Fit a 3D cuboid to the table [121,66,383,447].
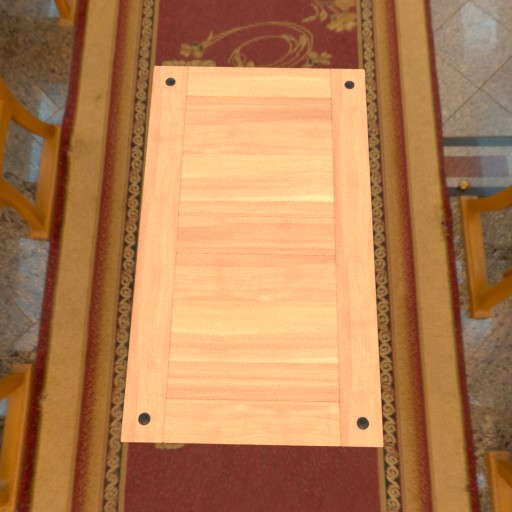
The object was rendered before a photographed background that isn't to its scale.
[{"bbox_3d":[0.000,0.000,1.343,0.600,0.437,1.000,1,75,0],"label":"table"}]
